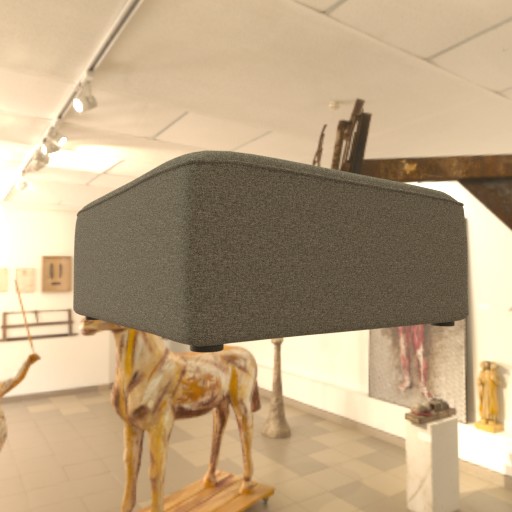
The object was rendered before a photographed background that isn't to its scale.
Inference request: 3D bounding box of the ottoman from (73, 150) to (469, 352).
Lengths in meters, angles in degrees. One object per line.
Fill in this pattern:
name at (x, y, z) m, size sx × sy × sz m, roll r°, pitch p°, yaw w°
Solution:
ottoman at (0.000, 0.000, 1.564) m, size 1.015 × 0.464 × 1.005 m, roll 2°, pitch -3°, yaw -35°
